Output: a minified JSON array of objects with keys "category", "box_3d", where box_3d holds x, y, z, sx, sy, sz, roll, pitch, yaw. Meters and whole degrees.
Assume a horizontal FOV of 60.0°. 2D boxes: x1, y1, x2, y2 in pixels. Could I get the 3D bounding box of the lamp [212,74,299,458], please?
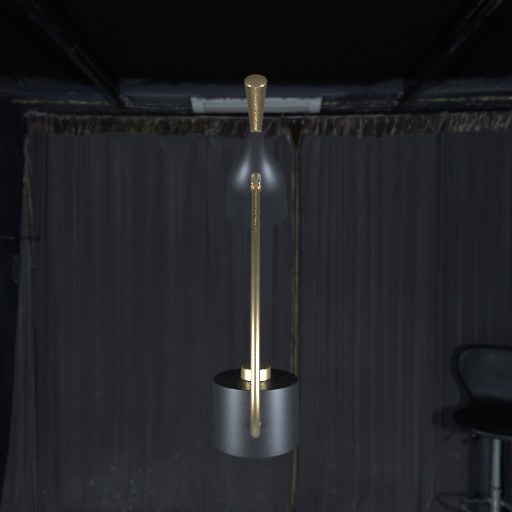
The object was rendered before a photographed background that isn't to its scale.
[{"category":"lamp","box_3d":[0.000,0.000,0.618,0.110,0.464,0.352,0,0,0]}]
